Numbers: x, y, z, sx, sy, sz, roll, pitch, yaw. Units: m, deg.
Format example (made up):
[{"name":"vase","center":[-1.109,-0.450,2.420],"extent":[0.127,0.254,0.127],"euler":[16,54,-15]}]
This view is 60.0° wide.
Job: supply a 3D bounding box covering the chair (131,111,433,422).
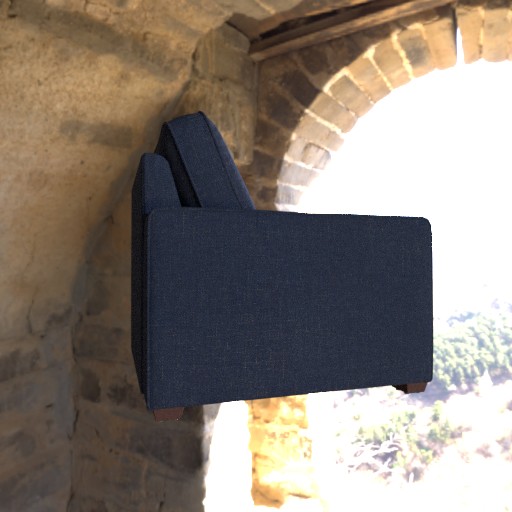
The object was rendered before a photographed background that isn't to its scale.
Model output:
[{"name":"chair","center":[0.000,0.000,1.785],"extent":[0.940,0.919,1.017],"euler":[0,-1,-18]}]
